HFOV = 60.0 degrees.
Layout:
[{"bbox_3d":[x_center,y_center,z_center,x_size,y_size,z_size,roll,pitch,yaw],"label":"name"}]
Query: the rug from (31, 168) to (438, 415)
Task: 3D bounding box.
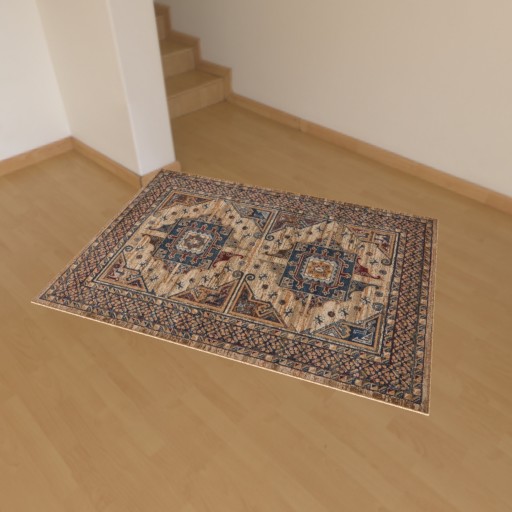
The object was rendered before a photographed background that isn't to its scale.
[{"bbox_3d":[0.000,0.000,2.886,2.227,0.008,1.611,13,43,14],"label":"rug"}]
